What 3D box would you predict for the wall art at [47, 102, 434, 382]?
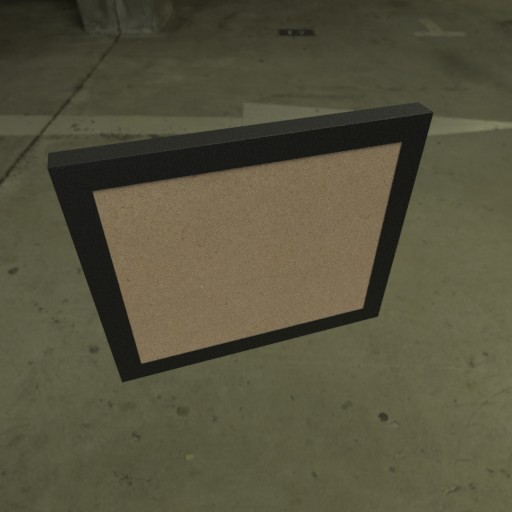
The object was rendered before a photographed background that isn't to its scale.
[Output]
[{"bbox_3d":[0.000,0.000,0.535,0.381,0.321,0.028,-12,42,-13],"label":"wall art"}]
